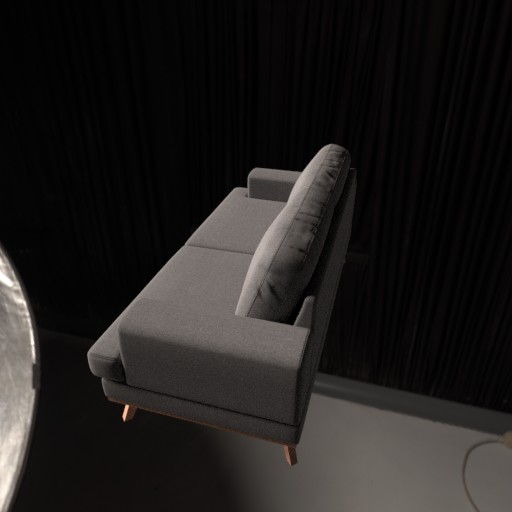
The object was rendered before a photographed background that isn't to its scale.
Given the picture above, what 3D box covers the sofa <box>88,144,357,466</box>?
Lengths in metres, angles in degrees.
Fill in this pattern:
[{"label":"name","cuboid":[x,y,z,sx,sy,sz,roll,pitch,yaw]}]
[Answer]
[{"label":"sofa","cuboid":[0.000,0.000,2.139,0.785,0.810,1.650,9,32,14]}]
